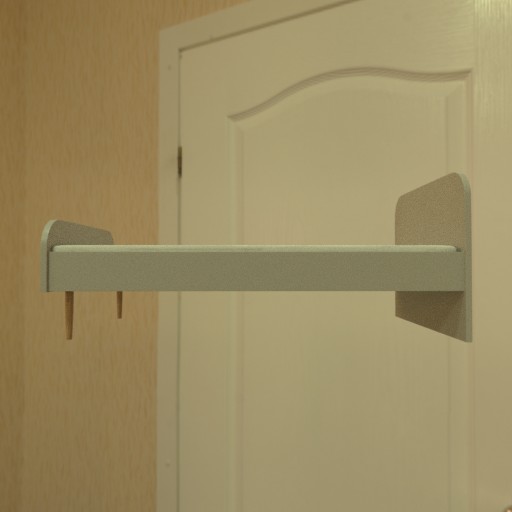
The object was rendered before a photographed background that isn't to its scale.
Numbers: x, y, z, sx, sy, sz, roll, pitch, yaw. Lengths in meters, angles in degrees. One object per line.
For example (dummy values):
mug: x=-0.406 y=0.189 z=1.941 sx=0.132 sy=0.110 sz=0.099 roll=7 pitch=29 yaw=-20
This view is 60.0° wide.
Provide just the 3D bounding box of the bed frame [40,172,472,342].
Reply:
bed frame: x=0.000 y=0.000 z=2.515 sx=1.963 sy=0.805 sz=0.998 roll=0 pitch=-1 yaw=-1
